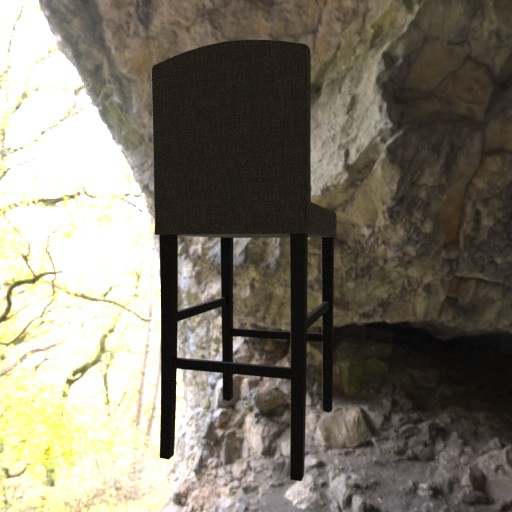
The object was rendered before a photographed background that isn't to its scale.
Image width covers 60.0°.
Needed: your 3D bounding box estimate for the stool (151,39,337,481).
[{"bbox_3d":[0.000,0.000,1.427,0.451,1.138,0.552,0,1,18],"label":"stool"}]
